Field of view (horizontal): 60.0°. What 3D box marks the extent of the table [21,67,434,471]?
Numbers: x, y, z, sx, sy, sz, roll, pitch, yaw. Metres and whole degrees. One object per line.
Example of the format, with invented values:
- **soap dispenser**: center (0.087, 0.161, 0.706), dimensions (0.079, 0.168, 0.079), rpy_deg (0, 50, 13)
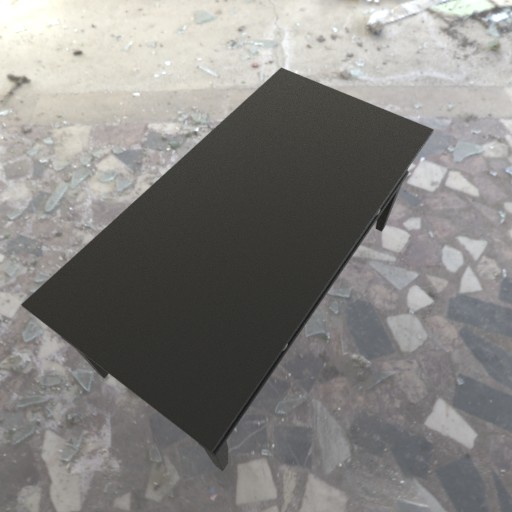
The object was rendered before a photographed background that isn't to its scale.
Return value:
- **table**: center (0.000, 0.000, 1.314), dimensions (0.523, 0.470, 1.044), rpy_deg (30, 62, 18)
